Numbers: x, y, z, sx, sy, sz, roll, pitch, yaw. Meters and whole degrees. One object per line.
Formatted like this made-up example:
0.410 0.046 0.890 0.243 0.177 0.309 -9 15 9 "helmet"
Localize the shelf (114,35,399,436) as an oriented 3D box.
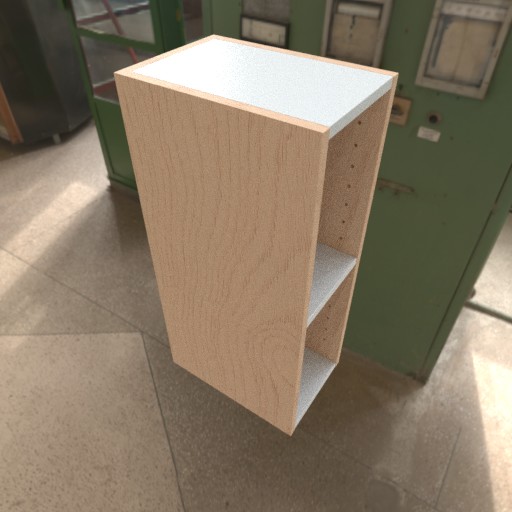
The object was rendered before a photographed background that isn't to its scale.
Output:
0.000 0.000 0.742 0.290 0.600 0.200 24 47 25 "shelf"
